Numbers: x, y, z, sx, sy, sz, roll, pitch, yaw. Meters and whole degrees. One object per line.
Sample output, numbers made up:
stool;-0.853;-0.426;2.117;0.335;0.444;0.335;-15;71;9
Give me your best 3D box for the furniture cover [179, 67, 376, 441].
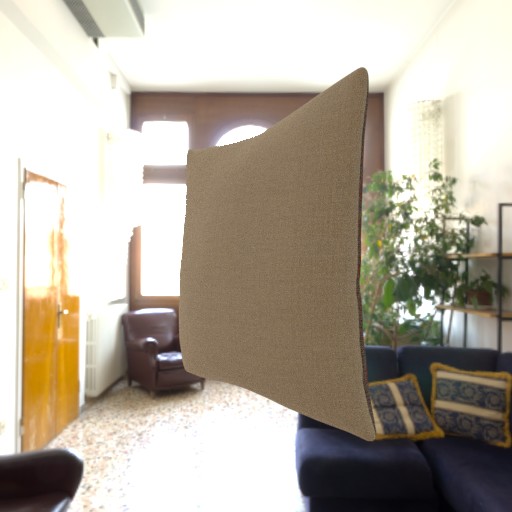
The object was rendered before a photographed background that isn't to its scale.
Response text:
furniture cover;0.000;0.000;0.660;0.145;0.420;0.435;1;-2;-36
